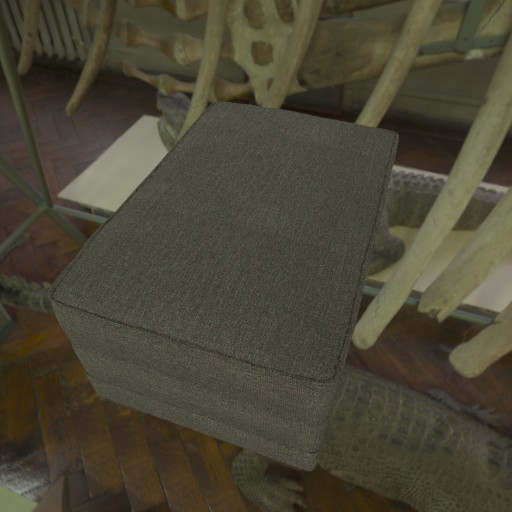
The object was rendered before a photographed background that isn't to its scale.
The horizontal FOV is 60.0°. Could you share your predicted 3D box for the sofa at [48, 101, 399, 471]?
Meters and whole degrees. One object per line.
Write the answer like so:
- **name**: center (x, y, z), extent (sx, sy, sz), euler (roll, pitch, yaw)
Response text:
- **sofa**: center (0.000, 0.000, 1.188), extent (0.578, 0.457, 0.854), euler (14, 48, 13)
